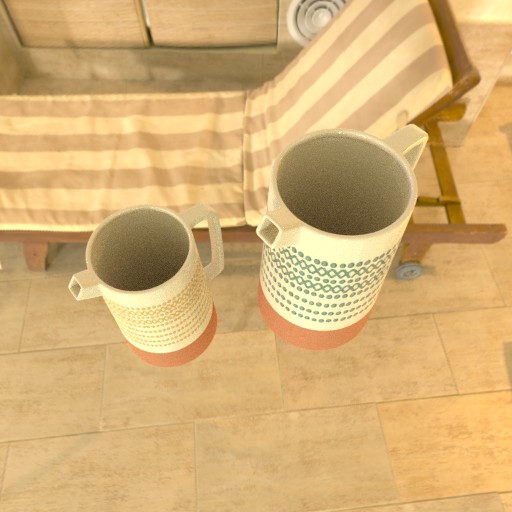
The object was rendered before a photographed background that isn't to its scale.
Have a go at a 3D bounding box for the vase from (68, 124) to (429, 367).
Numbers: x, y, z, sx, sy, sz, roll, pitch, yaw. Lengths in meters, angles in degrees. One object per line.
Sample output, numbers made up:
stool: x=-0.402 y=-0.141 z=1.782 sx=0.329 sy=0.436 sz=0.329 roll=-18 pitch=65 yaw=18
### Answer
vase: x=0.000 y=0.000 z=0.468 sx=0.326 sy=0.247 sz=0.168 roll=0 pitch=59 yaw=0
